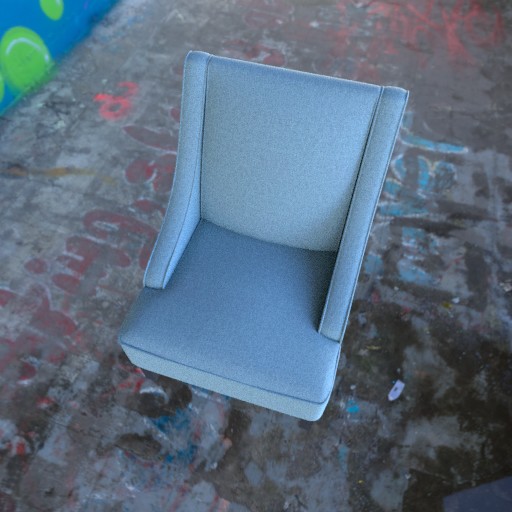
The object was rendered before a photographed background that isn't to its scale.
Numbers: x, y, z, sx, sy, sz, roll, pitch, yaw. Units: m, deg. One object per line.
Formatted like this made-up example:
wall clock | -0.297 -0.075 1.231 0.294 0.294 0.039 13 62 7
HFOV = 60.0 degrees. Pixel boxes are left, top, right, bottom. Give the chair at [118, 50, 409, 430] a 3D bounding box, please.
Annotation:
chair | 0.000 0.000 1.862 0.857 1.133 1.025 15 57 10
